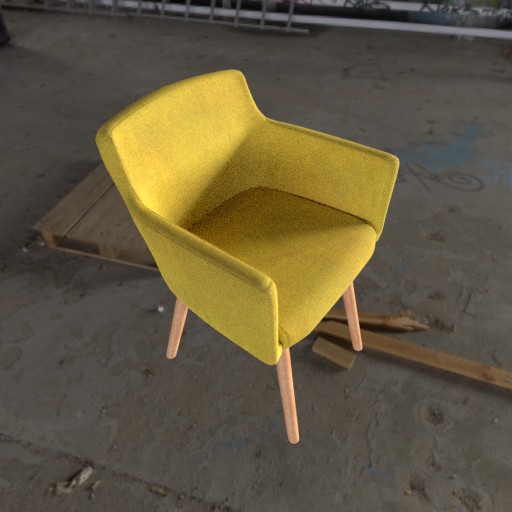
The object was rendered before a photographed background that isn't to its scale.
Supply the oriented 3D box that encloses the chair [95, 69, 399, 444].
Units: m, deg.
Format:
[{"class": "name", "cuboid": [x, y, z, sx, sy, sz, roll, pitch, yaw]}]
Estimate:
[{"class": "chair", "cuboid": [0.000, 0.000, 1.177, 0.570, 0.780, 0.570, 26, 48, 26]}]
